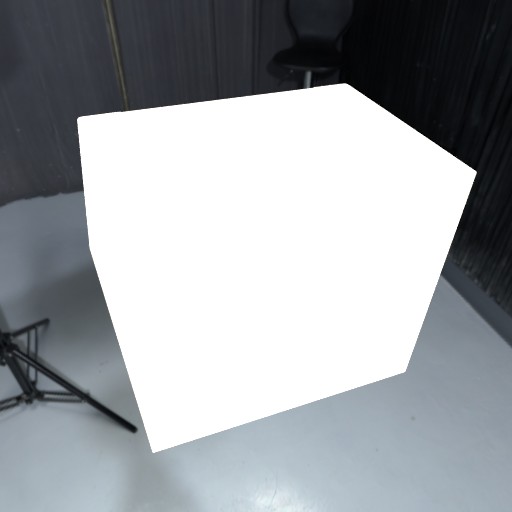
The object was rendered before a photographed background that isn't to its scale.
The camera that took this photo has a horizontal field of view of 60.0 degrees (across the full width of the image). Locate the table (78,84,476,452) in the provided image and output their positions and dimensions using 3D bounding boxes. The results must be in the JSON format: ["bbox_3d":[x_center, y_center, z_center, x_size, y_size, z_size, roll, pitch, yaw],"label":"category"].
[{"bbox_3d":[0.000,0.000,0.921,0.570,0.510,0.420,-13,41,-15],"label":"table"}]
